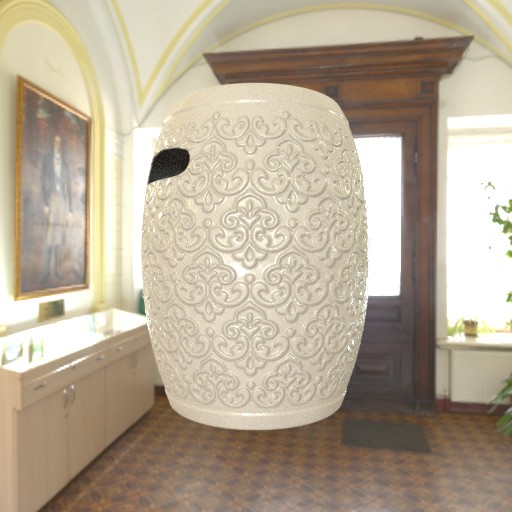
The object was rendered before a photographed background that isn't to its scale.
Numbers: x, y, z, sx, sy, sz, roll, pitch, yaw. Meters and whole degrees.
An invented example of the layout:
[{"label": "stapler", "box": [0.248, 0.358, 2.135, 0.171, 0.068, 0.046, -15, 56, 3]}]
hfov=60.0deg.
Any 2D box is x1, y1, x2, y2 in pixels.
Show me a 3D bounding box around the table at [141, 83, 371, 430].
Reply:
[{"label": "table", "box": [0.000, 0.000, 0.616, 0.309, 0.397, 0.309, 0, 0, 0]}]
